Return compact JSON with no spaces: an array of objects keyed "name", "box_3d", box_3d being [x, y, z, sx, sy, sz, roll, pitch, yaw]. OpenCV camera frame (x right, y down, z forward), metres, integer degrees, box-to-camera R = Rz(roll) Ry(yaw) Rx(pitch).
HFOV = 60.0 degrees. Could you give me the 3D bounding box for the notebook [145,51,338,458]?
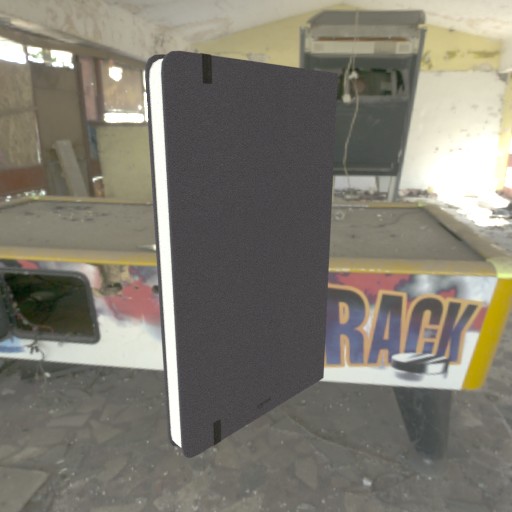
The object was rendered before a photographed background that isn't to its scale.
[{"name":"notebook","box_3d":[0.000,0.000,0.265,0.127,0.213,0.016,-15,22,-42]}]
